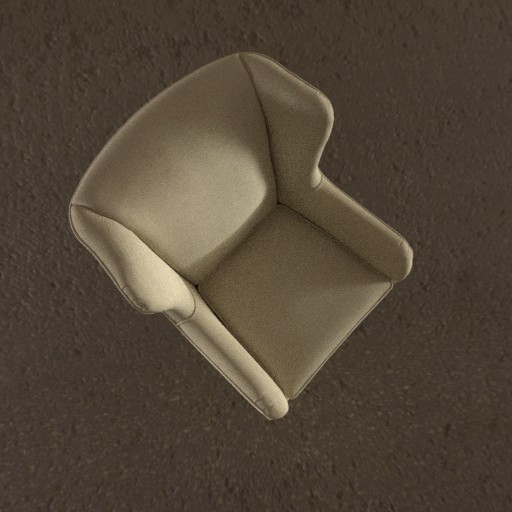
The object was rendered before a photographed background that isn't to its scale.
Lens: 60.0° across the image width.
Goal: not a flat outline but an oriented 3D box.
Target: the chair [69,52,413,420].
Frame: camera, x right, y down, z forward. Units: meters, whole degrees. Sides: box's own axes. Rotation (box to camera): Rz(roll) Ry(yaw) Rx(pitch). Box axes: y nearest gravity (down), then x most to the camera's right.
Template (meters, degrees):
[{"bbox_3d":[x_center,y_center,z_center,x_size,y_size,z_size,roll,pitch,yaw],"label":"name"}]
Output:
[{"bbox_3d":[0.000,0.000,1.725,0.966,1.040,0.838,42,80,10],"label":"chair"}]
